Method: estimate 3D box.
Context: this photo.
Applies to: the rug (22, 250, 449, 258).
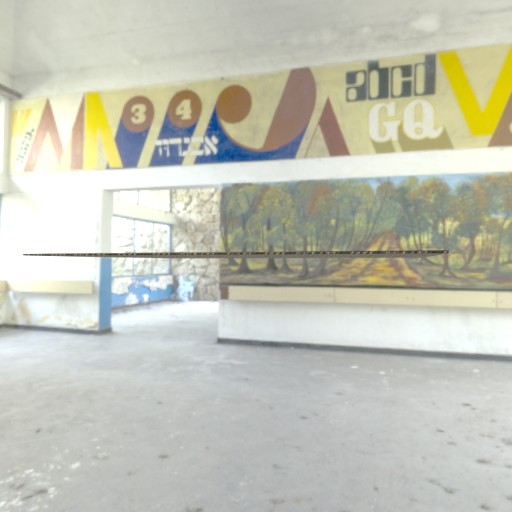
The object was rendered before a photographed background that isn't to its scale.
[{"bbox_3d":[0.000,0.000,3.904,2.902,0.017,2.305,0,-1,17],"label":"rug"}]
